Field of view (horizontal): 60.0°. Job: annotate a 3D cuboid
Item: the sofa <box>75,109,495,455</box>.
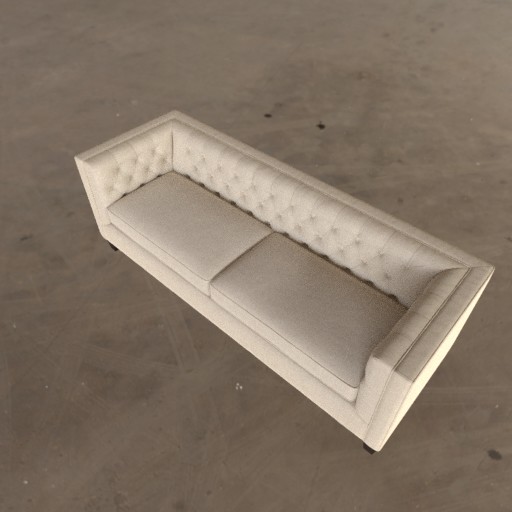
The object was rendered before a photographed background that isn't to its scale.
[{"bbox_3d":[0.000,0.000,2.521,2.159,0.762,0.775,33,54,28],"label":"sofa"}]
